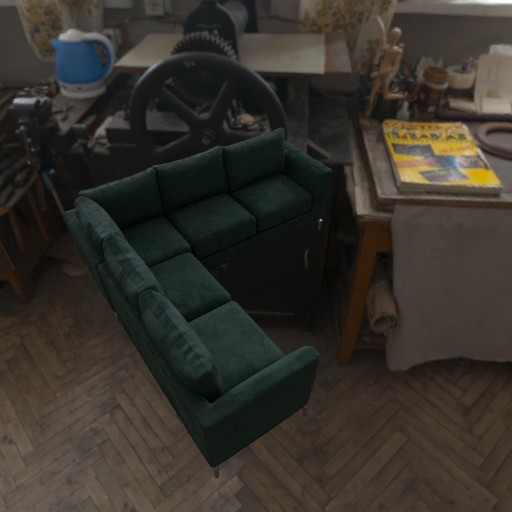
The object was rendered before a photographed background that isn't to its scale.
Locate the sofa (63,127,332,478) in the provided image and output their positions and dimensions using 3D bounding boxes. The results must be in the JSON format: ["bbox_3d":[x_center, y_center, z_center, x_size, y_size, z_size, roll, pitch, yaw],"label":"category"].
[{"bbox_3d":[0.000,0.000,3.836,2.452,1.004,2.468,-25,47,-26],"label":"sofa"}]
